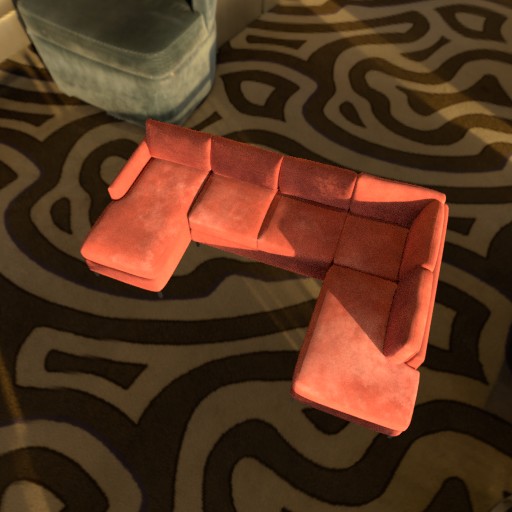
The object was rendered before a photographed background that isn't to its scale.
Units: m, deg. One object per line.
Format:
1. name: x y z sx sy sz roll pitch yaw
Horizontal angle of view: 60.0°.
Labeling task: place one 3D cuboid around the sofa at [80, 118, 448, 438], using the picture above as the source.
1. sofa: 0.000 0.000 3.816 2.971 0.858 1.981 17 59 11
